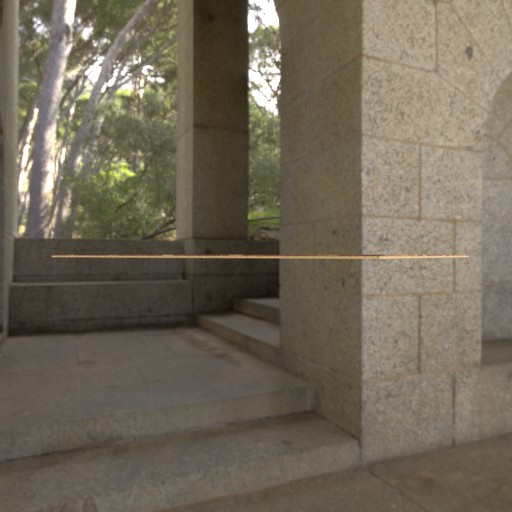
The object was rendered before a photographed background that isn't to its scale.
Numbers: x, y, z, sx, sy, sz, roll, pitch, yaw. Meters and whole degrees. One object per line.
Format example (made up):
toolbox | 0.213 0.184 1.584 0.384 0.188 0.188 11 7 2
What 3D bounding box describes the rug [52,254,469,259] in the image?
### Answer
rug | 0.000 0.000 2.934 2.286 0.016 1.555 0 0 37
